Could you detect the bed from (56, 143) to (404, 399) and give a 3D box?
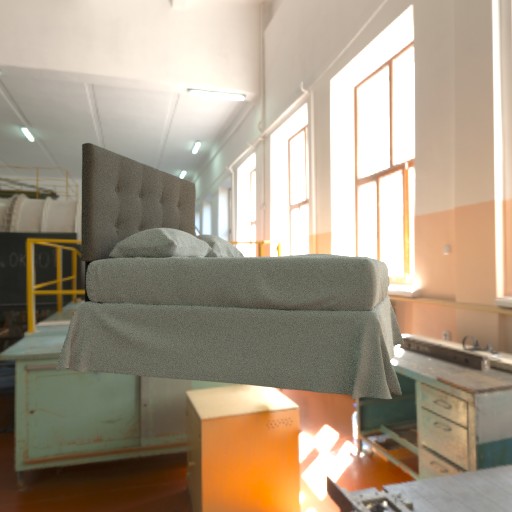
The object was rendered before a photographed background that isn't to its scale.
[{"bbox_3d":[0.000,0.000,3.536,2.222,1.577,1.936,0,-1,19],"label":"bed"}]
